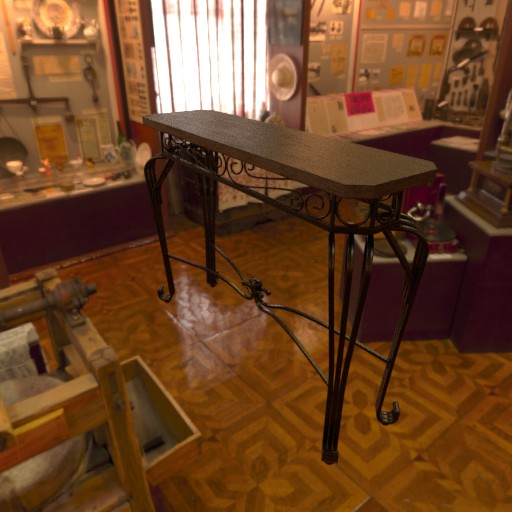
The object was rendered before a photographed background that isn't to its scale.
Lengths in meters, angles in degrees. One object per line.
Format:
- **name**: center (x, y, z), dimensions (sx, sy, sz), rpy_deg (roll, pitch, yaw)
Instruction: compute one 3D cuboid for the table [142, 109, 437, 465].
- **table**: center (0.000, 0.000, 1.486), dimensions (0.329, 0.800, 1.112), rpy_deg (-18, 31, -32)
